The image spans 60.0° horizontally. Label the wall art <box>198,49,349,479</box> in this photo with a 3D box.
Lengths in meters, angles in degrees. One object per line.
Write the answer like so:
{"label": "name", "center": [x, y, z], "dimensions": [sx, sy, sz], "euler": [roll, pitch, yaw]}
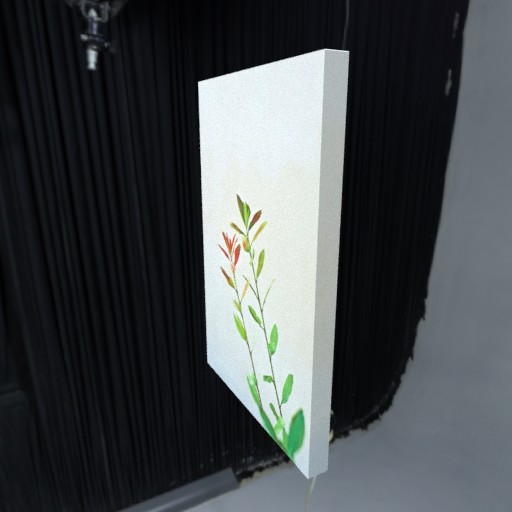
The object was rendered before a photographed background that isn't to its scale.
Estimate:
{"label": "wall art", "center": [0.000, 0.000, 0.784], "dimensions": [0.038, 0.611, 0.408], "euler": [-8, 18, -27]}
